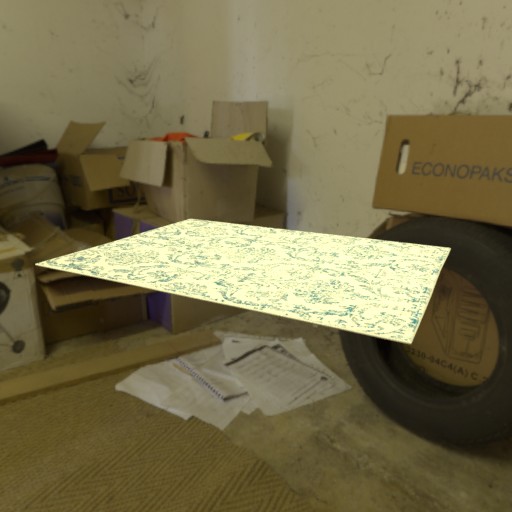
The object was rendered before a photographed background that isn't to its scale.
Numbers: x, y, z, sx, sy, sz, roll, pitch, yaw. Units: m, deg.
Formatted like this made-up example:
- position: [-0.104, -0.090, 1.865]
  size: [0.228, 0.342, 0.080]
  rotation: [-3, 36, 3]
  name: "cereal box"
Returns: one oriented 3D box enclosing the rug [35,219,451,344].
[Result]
- position: [0.000, 0.000, 2.869]
  size: [2.197, 0.014, 1.586]
  rotation: [8, 18, 27]
  name: "rug"
